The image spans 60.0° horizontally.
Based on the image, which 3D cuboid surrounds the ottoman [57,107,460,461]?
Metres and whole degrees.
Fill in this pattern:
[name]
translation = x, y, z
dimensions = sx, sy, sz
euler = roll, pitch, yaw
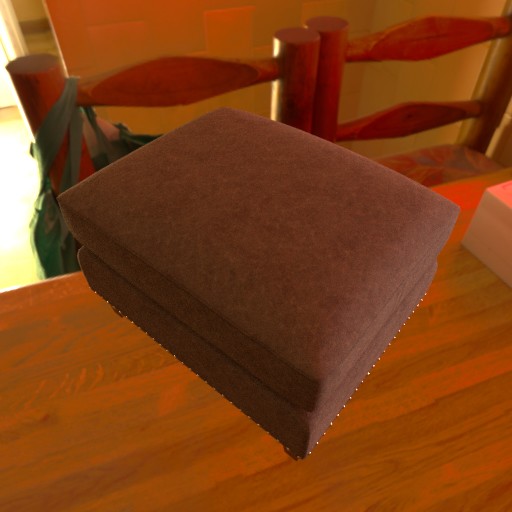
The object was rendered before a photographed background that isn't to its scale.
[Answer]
[ottoman]
translation = 0.000, 0.000, 1.124
dimensions = 0.741, 0.513, 0.584
euler = 31, 53, 26
